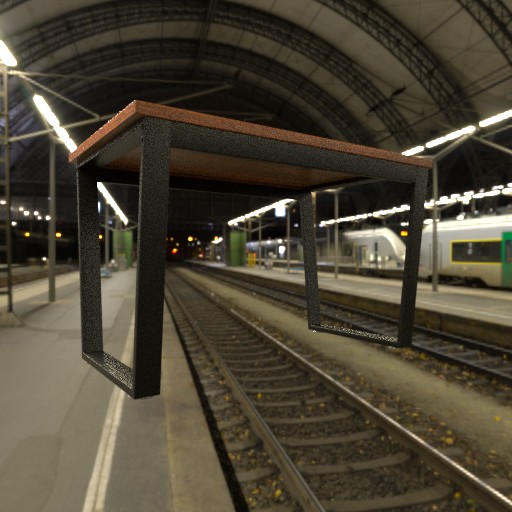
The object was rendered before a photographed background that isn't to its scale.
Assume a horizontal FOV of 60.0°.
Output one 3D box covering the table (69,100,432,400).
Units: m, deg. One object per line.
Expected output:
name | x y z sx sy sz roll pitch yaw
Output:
table | 0.000 0.000 1.706 1.205 0.760 0.714 0 0 -35
